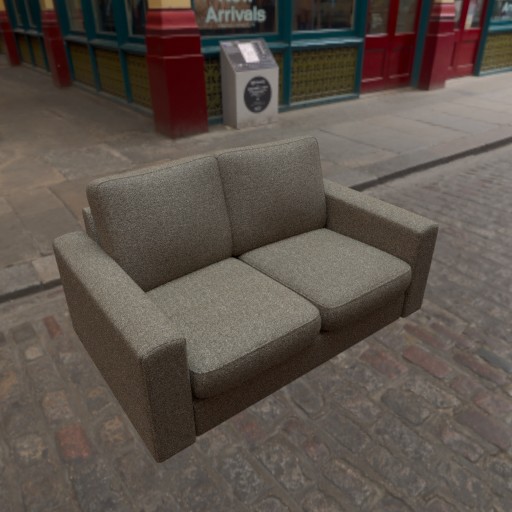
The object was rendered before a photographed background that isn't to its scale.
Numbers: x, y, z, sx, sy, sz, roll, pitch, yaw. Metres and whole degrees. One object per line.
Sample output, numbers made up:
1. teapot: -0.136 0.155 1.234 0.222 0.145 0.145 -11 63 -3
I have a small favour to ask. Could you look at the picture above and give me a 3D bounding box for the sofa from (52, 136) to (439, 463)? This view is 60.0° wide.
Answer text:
1. sofa: 0.000 0.000 2.175 1.616 0.873 1.016 -20 35 -32
